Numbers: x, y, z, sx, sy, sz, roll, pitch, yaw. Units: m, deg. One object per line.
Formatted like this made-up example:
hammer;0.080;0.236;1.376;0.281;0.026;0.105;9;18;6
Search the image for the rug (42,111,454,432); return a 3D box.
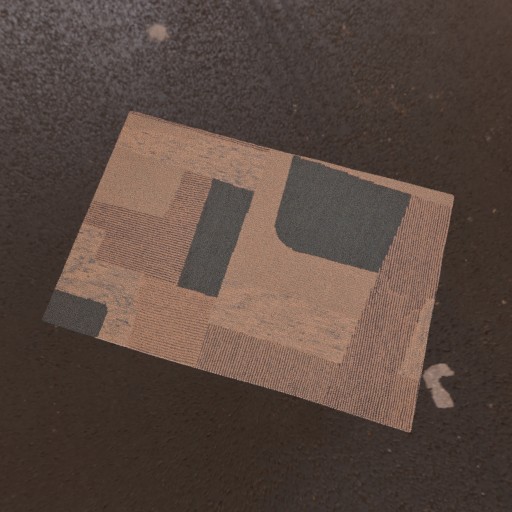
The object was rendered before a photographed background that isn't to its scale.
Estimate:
rug;0.000;0.000;2.279;1.847;0.020;1.238;16;75;4
